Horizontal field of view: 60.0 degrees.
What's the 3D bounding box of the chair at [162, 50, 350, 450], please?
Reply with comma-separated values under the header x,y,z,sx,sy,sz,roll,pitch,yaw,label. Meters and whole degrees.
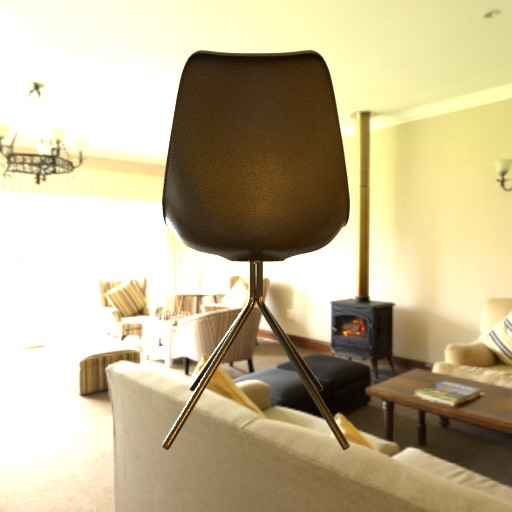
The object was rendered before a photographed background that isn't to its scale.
x,y,z,sx,sy,sz,roll,pitch,yaw,label
0.000,0.000,1.156,0.461,0.850,0.525,0,1,0,chair
